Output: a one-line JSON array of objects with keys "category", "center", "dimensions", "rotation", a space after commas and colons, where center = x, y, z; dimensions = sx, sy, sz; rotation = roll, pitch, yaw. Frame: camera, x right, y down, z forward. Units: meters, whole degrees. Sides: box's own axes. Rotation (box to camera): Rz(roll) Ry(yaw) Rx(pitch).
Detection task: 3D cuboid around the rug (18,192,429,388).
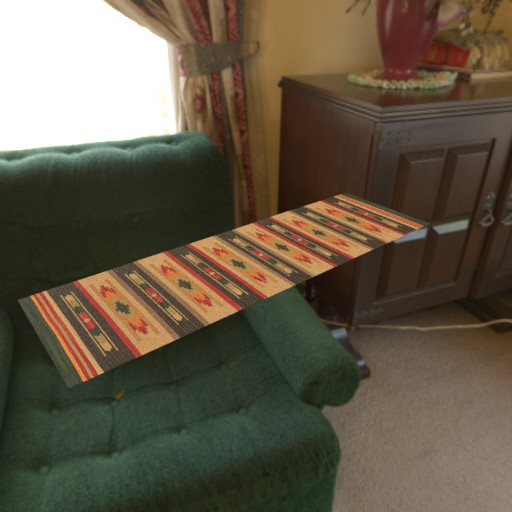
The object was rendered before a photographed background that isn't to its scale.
[{"category": "rug", "center": [0.000, 0.000, 2.623], "dimensions": [2.440, 0.009, 0.760], "rotation": [-21, 35, -33]}]
